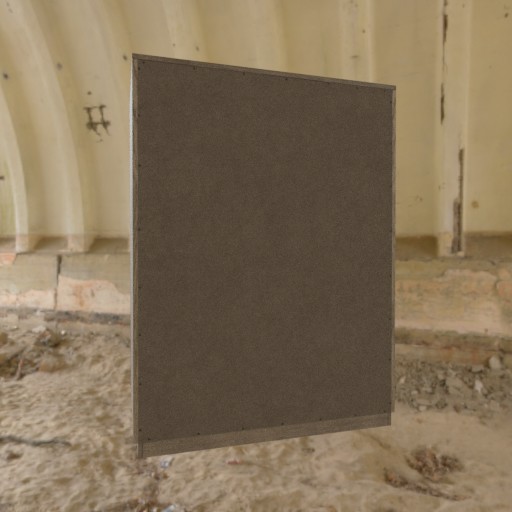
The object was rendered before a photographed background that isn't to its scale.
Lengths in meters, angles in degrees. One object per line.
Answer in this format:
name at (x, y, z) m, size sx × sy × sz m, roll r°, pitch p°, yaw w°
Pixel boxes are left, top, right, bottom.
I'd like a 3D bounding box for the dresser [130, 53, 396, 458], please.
dresser at (0.000, 0.000, 1.783) m, size 0.967 × 1.295 × 0.483 m, roll 0°, pitch 1°, yaw -17°
